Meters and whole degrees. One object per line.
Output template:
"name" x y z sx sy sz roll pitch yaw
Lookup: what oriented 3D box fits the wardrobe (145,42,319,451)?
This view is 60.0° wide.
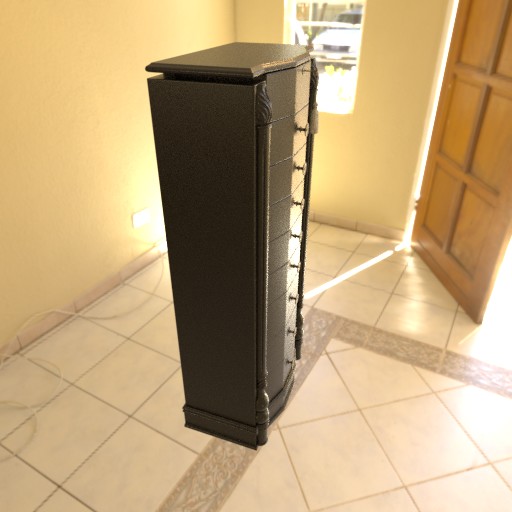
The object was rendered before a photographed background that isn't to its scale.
"wardrobe" 0.000 0.000 1.207 0.295 1.011 0.444 11 33 17
